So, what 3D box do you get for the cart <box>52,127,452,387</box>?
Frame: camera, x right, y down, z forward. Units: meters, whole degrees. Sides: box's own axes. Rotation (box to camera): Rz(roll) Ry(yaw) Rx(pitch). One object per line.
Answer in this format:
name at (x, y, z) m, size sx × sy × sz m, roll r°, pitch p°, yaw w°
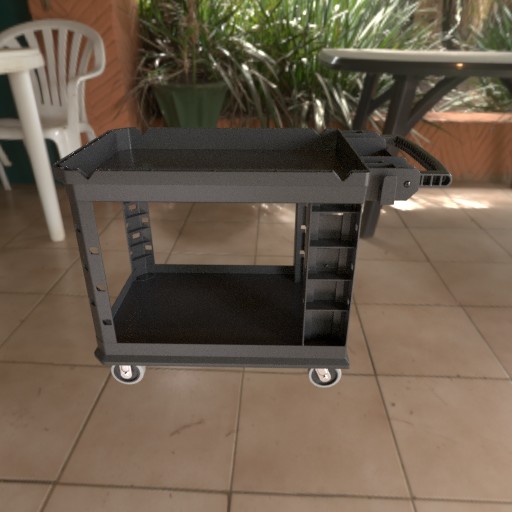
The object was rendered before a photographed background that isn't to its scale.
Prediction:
cart at (0.000, 0.000, 1.785) m, size 1.239 × 0.884 × 0.674 m, roll 1°, pitch 27°, yaw 1°
